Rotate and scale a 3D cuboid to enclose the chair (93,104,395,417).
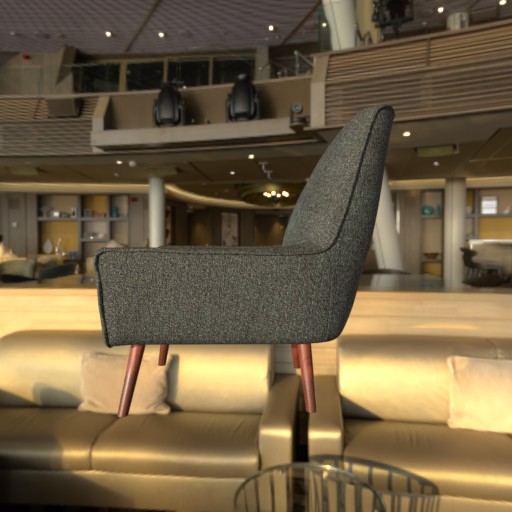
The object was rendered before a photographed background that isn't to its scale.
[{"bbox_3d":[0.000,0.000,1.489,0.859,0.883,0.763,0,2,0],"label":"chair"}]
